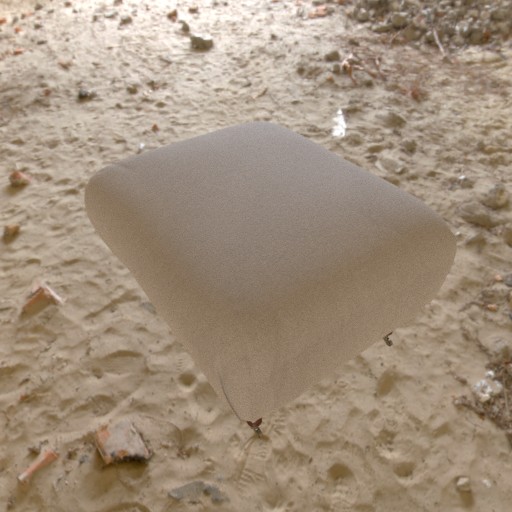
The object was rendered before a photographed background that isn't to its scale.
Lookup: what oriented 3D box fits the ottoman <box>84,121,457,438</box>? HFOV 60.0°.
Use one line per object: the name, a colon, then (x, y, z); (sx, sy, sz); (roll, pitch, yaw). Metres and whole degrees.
ottoman: (0.000, 0.000, 1.130); (0.622, 0.450, 0.746); (-25, 47, -27)
